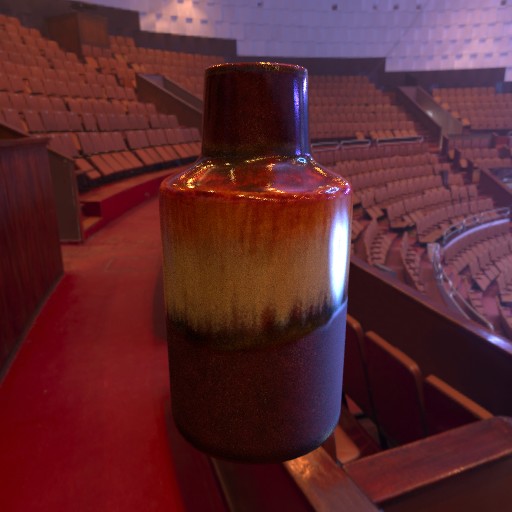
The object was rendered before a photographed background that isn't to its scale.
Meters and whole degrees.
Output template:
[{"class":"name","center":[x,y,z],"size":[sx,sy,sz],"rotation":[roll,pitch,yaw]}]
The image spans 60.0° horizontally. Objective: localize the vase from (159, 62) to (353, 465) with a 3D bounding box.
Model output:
[{"class":"vase","center":[0.000,0.000,0.260],"size":[0.108,0.204,0.108],"rotation":[0,16,0]}]
